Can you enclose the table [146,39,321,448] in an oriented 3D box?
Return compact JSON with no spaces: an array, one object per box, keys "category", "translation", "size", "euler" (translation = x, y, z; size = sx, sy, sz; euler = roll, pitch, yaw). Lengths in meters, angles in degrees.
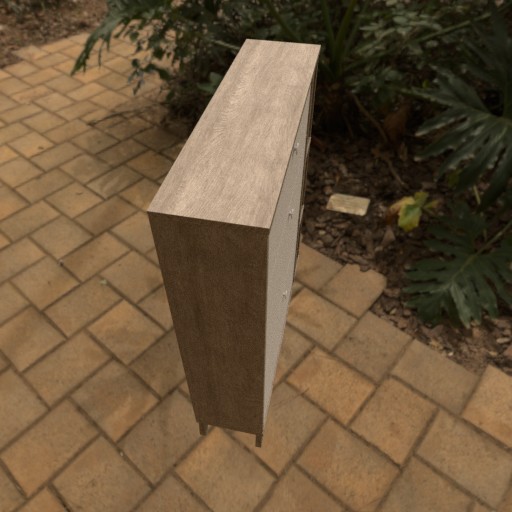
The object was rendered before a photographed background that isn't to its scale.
[{"category":"table","translation":[0.000,0.000,1.581],"size":[0.256,1.135,0.902],"euler":[9,47,8]}]
